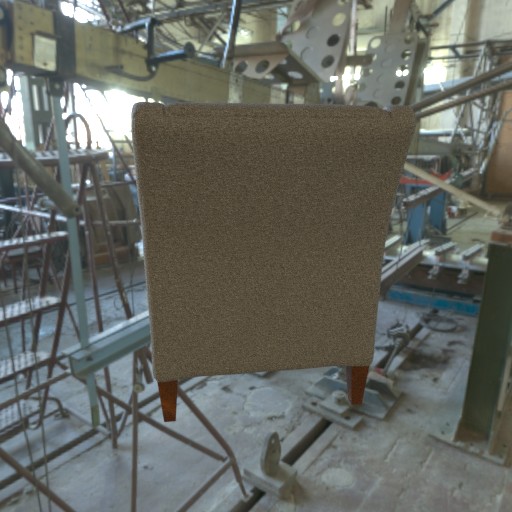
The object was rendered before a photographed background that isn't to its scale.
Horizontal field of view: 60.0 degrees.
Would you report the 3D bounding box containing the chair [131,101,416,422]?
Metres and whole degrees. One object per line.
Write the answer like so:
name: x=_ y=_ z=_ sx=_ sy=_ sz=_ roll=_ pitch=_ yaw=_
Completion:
chair: x=0.000 y=0.000 z=1.652 sx=0.774 sy=1.016 sz=0.870 roll=-2 pitch=14 yaw=-9
